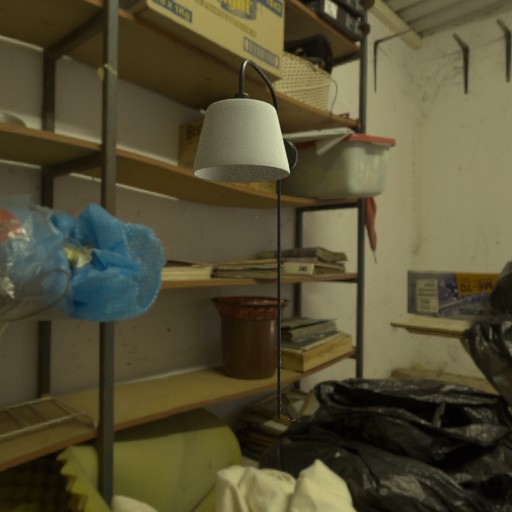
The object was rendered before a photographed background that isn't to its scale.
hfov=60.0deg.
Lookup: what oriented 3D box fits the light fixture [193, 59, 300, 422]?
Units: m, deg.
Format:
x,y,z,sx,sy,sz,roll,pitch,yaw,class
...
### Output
x,y,z,sx,sy,sz,roll,pitch,yaw,class
0.000,0.000,0.463,0.092,0.399,0.176,0,0,19,light fixture
